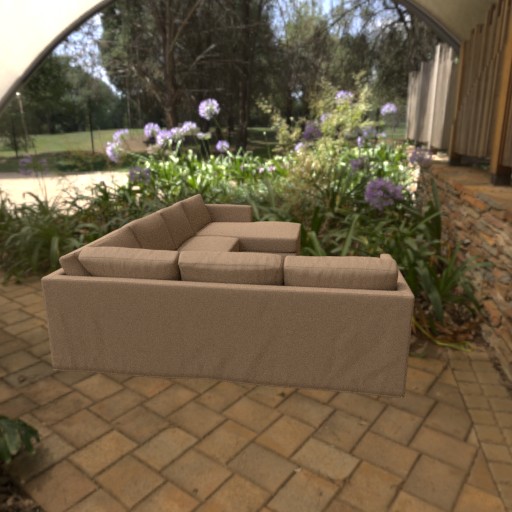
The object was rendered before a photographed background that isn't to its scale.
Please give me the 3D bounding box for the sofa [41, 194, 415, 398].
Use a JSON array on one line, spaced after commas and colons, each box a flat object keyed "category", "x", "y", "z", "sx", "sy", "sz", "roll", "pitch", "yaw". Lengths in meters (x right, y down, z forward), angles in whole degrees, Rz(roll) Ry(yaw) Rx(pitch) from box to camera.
[{"category": "sofa", "x": 0.000, "y": 0.000, "z": 4.501, "sx": 2.427, "sy": 0.882, "sz": 3.460, "roll": 2, "pitch": 15, "yaw": 8}]
